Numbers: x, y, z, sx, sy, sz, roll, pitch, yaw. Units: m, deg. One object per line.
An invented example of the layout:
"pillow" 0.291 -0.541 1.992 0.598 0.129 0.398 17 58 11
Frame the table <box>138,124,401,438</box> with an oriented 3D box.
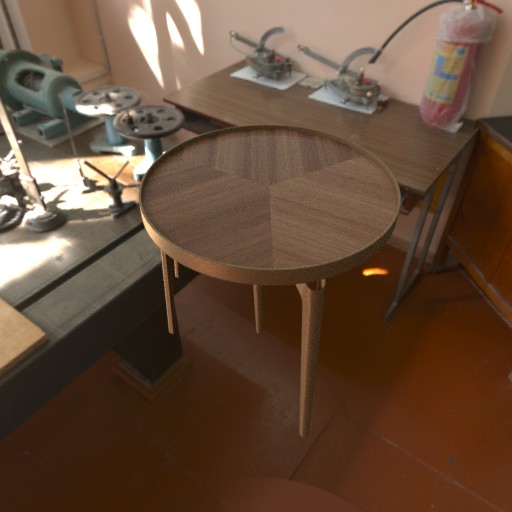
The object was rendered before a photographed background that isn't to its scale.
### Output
"table" 0.000 0.000 1.162 0.532 0.555 0.751 -13 44 -14
